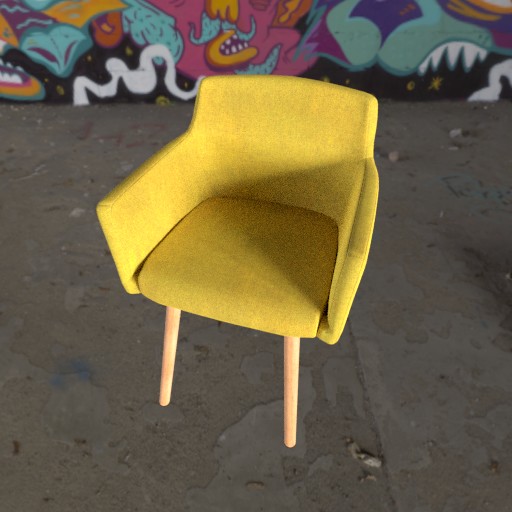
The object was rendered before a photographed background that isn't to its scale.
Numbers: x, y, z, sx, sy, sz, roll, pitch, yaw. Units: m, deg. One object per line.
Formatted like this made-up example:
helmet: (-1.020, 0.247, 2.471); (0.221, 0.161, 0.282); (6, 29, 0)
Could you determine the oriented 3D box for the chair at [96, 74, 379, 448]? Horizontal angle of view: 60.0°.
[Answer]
chair: (0.000, 0.000, 1.185); (0.570, 0.780, 0.570); (12, 41, 14)
